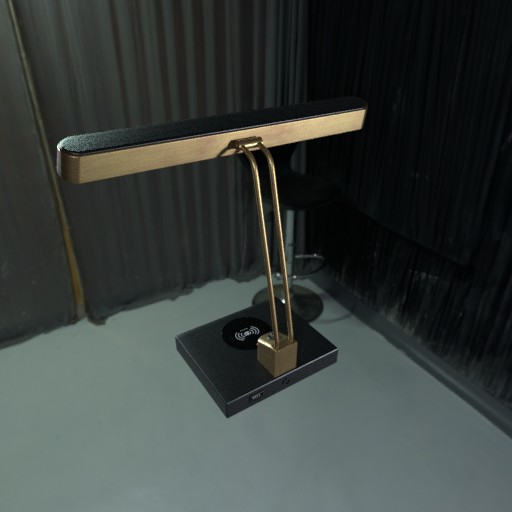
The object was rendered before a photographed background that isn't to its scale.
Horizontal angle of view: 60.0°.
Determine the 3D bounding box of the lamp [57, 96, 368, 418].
[{"bbox_3d":[0.000,0.000,0.574,0.412,0.345,0.156,-18,35,-28],"label":"lamp"}]
